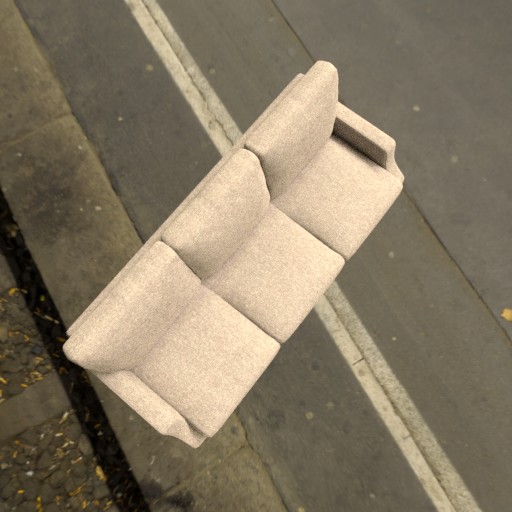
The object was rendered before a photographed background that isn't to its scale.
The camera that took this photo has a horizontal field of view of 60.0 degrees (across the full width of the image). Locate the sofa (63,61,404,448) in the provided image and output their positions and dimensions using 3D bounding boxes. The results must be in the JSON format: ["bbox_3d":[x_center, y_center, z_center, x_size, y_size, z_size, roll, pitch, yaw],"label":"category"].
[{"bbox_3d":[0.000,0.000,2.603,0.888,0.984,2.115,38,78,9],"label":"sofa"}]
